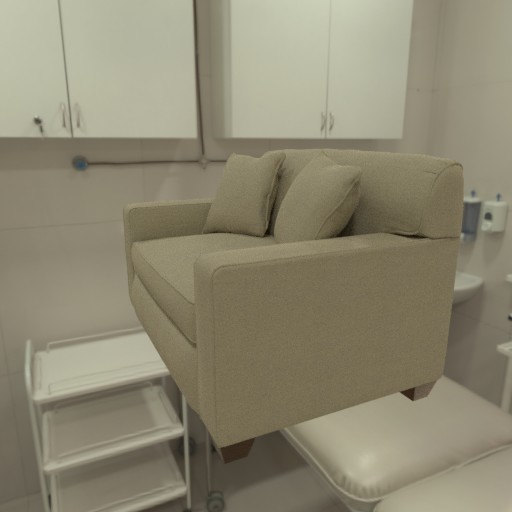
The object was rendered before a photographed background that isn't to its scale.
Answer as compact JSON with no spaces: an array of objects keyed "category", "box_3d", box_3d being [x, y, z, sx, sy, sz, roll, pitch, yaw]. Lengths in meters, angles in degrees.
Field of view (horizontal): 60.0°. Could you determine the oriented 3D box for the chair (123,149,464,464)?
[{"category":"chair","box_3d":[0.000,0.000,2.013,1.000,0.948,1.383,-7,16,-25]}]
